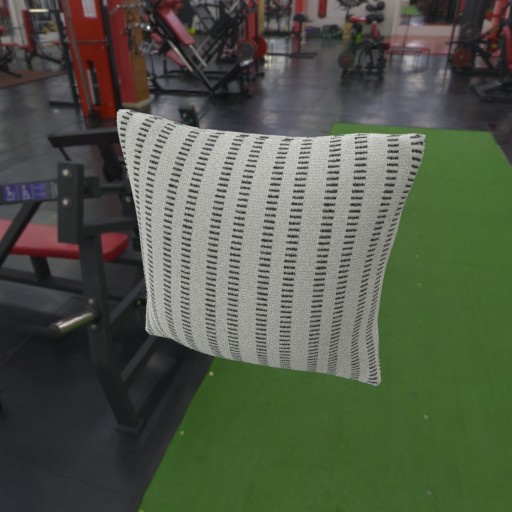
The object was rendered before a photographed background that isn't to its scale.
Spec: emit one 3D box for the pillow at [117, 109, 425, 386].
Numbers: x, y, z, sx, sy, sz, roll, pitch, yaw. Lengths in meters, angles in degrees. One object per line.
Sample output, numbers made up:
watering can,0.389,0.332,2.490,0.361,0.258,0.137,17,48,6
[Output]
pillow,0.000,0.000,0.696,0.438,0.419,0.247,9,32,16
